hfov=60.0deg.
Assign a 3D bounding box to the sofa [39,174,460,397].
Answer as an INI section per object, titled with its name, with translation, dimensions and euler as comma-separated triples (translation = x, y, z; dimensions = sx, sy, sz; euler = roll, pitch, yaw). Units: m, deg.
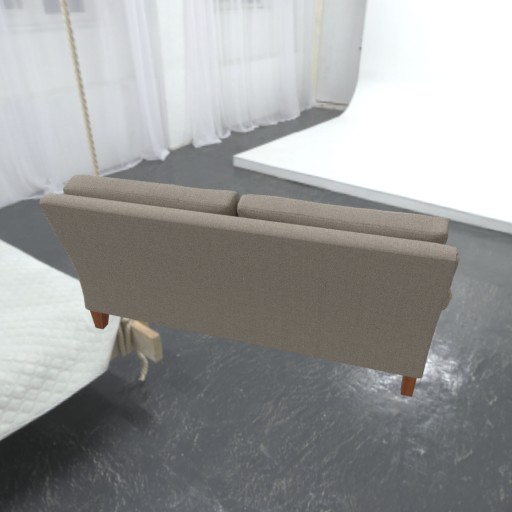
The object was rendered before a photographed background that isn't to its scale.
[sofa]
translation = 0.000, 0.000, 2.744
dimensions = 2.160, 1.054, 1.087
euler = 9, 31, 15
